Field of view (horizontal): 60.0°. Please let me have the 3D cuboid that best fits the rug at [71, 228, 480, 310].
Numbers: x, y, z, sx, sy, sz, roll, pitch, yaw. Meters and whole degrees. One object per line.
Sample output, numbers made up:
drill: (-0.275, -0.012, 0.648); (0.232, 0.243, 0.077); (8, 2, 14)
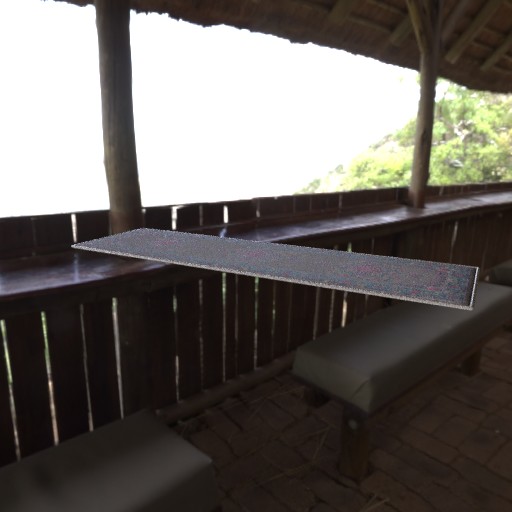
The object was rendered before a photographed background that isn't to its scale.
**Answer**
rug: (0.000, 0.000, 2.552); (2.297, 0.019, 0.659); (8, 16, 27)
